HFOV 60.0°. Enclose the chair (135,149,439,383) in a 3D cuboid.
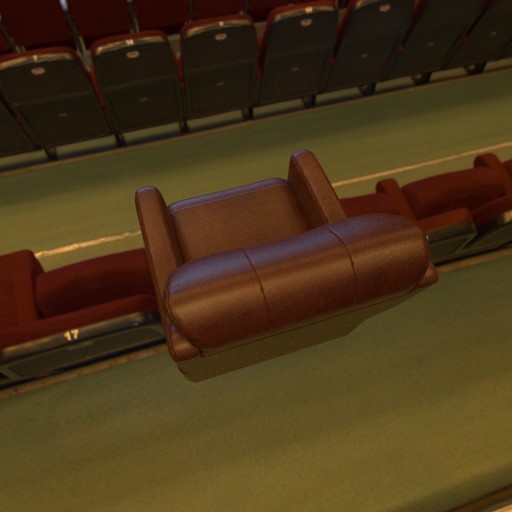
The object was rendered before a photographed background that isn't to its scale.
[{"bbox_3d":[0.000,0.000,1.671,0.787,1.016,0.939,-15,58,-10],"label":"chair"}]
